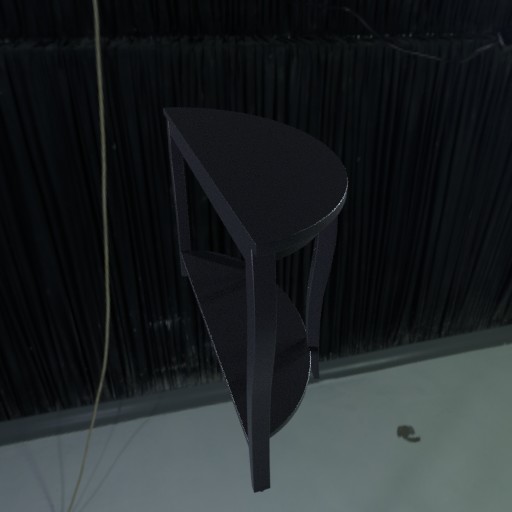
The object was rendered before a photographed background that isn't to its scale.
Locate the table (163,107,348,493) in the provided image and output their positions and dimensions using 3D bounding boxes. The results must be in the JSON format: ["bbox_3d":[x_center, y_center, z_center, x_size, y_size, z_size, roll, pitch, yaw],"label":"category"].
[{"bbox_3d":[0.000,0.000,1.529,0.394,0.780,1.219,-9,31,-15],"label":"table"}]
